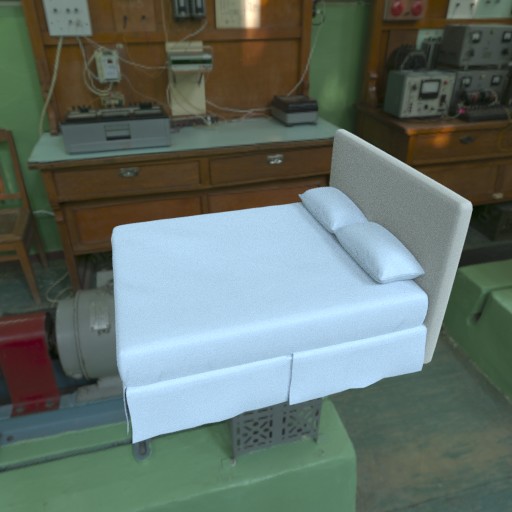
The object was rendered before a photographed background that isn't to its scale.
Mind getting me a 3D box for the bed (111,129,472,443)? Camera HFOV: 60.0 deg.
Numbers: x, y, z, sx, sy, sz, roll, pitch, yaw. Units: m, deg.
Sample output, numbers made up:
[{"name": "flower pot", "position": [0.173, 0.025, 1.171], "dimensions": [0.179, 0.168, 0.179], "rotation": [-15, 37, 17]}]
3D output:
[{"name": "bed", "position": [0.000, 0.000, 3.293], "dimensions": [2.142, 1.330, 1.748], "rotation": [-9, 32, -14]}]
